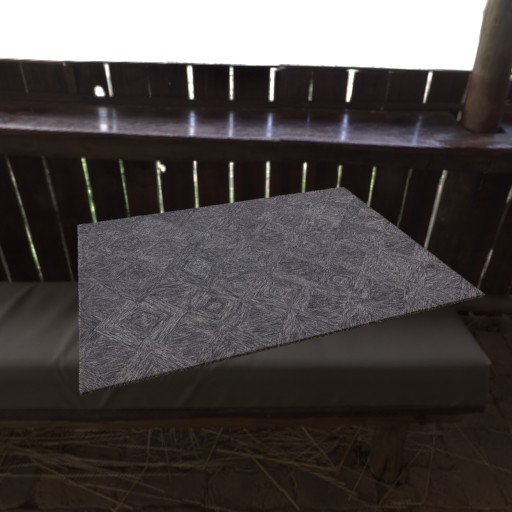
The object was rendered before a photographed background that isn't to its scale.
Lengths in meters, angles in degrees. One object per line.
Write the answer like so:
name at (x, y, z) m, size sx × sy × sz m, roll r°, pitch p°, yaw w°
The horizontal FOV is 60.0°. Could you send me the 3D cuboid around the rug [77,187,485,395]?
rug at (0.000, 0.000, 4.212) m, size 3.204 × 0.017 × 2.448 m, roll -10°, pitch 33°, yaw -16°
